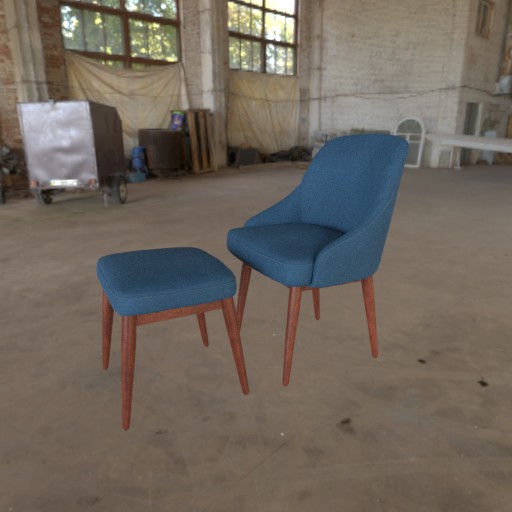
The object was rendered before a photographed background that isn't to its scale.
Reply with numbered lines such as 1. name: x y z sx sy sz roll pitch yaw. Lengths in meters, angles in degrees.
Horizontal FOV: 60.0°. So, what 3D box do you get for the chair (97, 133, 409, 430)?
1. chair: 0.000 0.000 1.647 1.114 0.866 0.584 -8 18 -26
